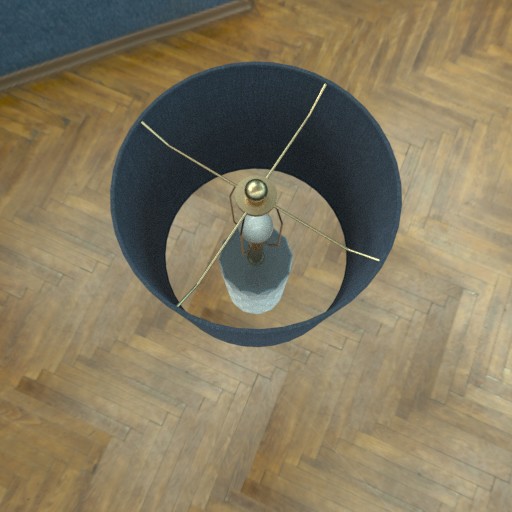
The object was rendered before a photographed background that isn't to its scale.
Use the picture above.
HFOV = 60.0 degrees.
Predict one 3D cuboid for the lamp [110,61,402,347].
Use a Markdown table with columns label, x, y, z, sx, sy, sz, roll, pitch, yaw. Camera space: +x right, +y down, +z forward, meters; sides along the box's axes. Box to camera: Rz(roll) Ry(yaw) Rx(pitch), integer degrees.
| label | x | y | z | sx | sy | sz | roll | pitch | yaw |
| --- | --- | --- | --- | --- | --- | --- | --- | --- | --- |
| lamp | 0.000 | 0.000 | 0.680 | 0.277 | 0.537 | 0.277 | -19 | 77 | -5 |
